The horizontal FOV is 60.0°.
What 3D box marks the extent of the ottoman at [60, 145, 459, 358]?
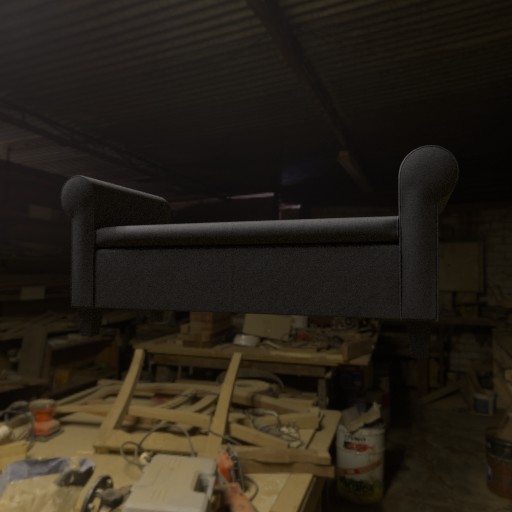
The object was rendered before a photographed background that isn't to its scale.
[{"bbox_3d":[0.000,0.000,1.547,1.256,0.547,0.521,0,-1,20],"label":"ottoman"}]
